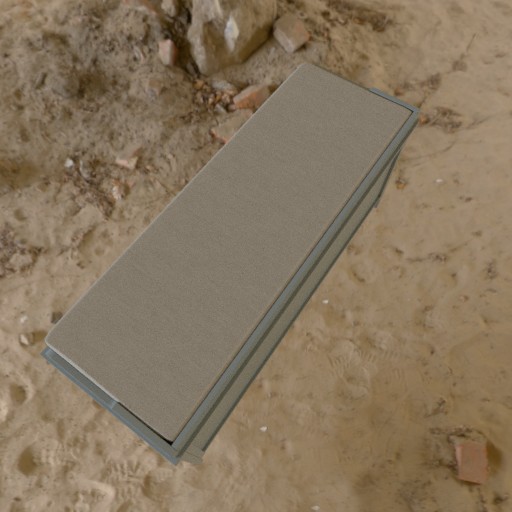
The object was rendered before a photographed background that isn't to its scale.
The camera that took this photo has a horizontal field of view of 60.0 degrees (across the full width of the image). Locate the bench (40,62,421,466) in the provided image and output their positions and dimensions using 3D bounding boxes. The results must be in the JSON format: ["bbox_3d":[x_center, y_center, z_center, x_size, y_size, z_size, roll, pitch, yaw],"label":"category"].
[{"bbox_3d":[0.000,0.000,1.343,0.398,0.501,1.140,32,67,15],"label":"bench"}]
